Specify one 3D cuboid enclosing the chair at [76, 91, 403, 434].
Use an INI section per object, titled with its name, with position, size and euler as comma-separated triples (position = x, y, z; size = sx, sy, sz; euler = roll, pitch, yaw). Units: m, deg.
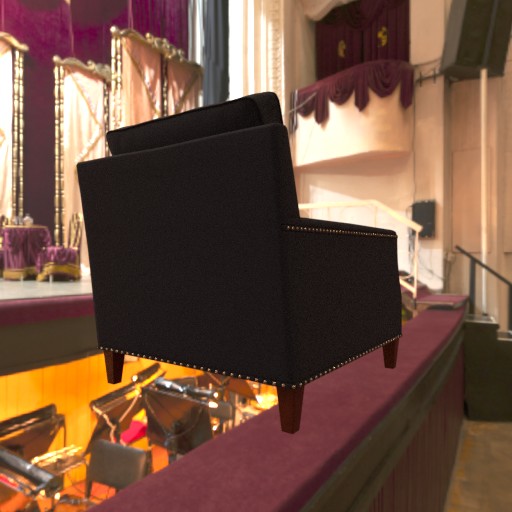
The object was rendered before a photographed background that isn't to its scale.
[chair]
position = 0.000, 0.000, 1.729
size = 0.853, 0.943, 1.014
euler = 0, 1, 36
